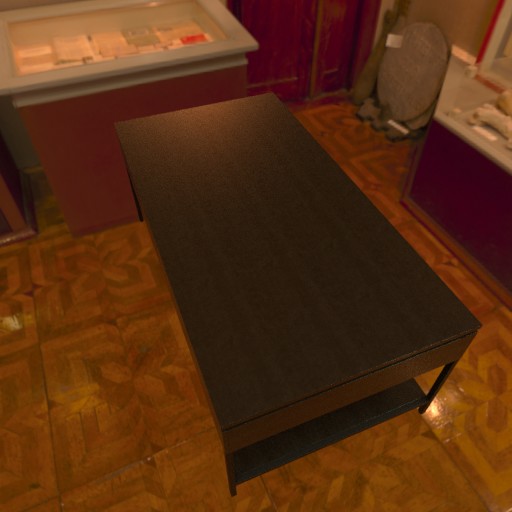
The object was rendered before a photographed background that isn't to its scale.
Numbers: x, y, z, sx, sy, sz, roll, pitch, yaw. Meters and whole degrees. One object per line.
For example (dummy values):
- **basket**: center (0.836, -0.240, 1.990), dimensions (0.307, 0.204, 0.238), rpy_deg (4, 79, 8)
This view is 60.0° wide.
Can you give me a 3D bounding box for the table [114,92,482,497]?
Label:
- **table**: center (0.000, 0.000, 1.352), dimensions (0.574, 0.435, 1.095), rpy_deg (-16, 49, -15)
